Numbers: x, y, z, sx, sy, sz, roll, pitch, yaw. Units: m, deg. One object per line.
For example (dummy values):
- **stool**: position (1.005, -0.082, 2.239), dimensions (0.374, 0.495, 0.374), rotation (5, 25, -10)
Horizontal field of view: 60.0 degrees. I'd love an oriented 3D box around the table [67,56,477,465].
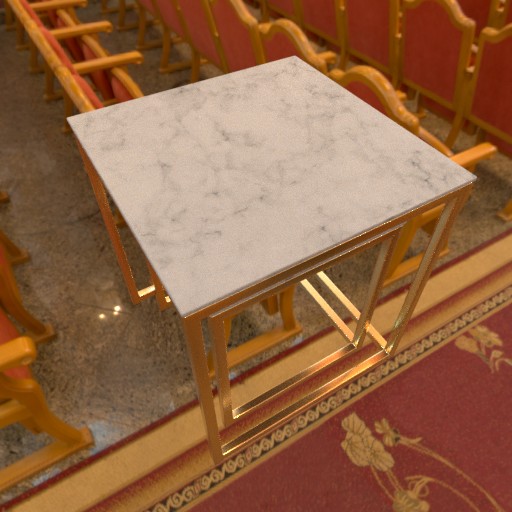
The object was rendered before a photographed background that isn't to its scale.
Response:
- **table**: position (0.000, 0.000, 0.854), dimensions (0.450, 0.500, 0.450), rotation (-24, 52, -20)
